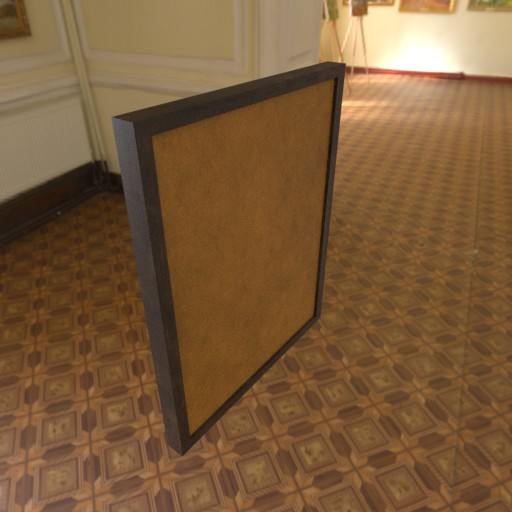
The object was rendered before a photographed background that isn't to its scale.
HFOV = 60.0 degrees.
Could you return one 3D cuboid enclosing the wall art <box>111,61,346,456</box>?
[{"bbox_3d":[0.000,0.000,0.550,0.027,0.406,0.329,22,39,31],"label":"wall art"}]
